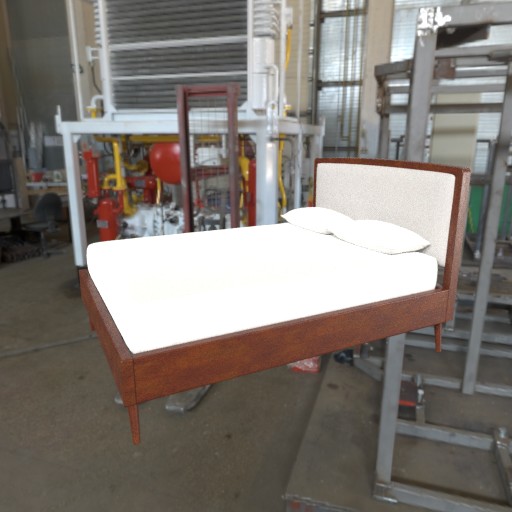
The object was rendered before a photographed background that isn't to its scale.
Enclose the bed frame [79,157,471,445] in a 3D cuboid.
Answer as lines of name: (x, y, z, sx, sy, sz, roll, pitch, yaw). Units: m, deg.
bed frame: (0.000, 0.000, 3.084, 2.171, 1.279, 1.587, -8, 17, -26)
